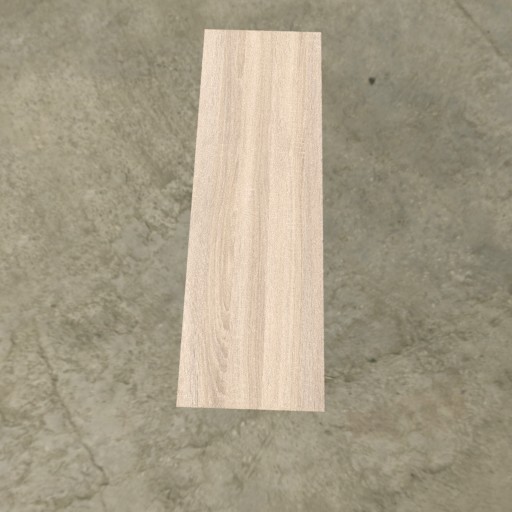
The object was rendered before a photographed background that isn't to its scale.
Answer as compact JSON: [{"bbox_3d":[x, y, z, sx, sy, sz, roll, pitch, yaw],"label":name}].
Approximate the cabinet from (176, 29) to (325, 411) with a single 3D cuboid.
[{"bbox_3d":[0.000,0.000,3.056,0.620,2.060,1.870,2,75,0],"label":"cabinet"}]
